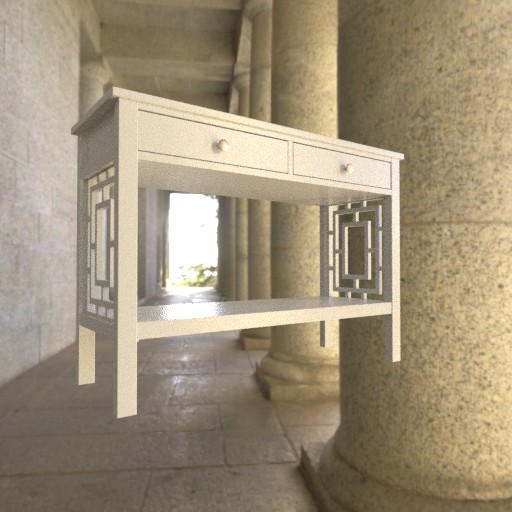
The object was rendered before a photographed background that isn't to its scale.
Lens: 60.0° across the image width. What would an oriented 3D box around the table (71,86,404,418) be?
[{"bbox_3d":[0.000,0.000,1.459,1.068,0.753,0.397,1,-1,-36],"label":"table"}]
